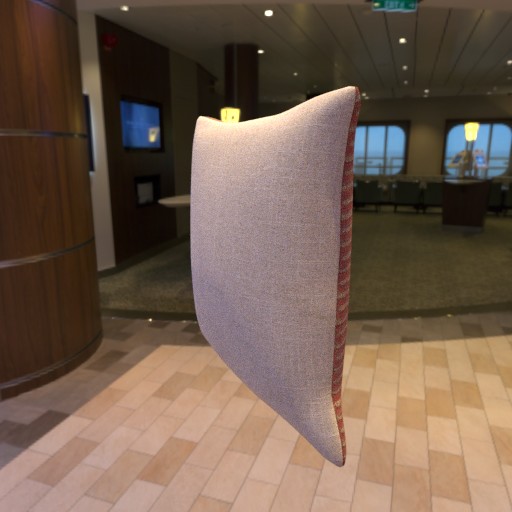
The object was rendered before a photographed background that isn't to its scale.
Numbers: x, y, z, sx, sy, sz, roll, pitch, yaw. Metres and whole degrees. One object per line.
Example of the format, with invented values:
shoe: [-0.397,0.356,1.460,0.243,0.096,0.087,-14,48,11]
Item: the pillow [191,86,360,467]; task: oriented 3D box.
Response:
pillow: [0.000,0.000,0.778,0.182,0.503,0.511,-7,15,-26]
